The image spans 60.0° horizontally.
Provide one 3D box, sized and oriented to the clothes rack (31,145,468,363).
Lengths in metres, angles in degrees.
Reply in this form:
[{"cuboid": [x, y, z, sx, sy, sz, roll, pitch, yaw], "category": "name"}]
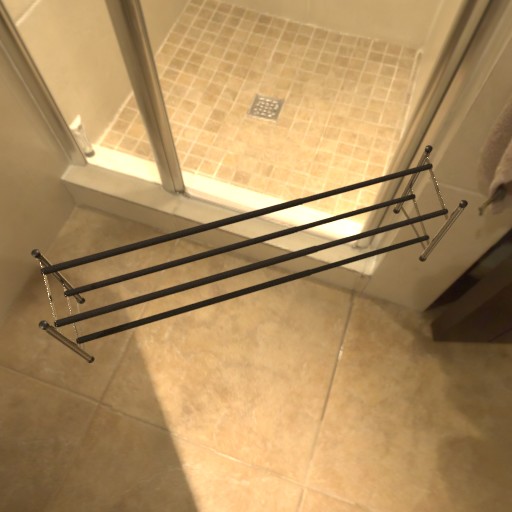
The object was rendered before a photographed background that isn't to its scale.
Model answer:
[{"cuboid": [0.000, 0.000, 1.346, 1.168, 0.349, 0.229, -16, 64, -8], "category": "clothes rack"}]
